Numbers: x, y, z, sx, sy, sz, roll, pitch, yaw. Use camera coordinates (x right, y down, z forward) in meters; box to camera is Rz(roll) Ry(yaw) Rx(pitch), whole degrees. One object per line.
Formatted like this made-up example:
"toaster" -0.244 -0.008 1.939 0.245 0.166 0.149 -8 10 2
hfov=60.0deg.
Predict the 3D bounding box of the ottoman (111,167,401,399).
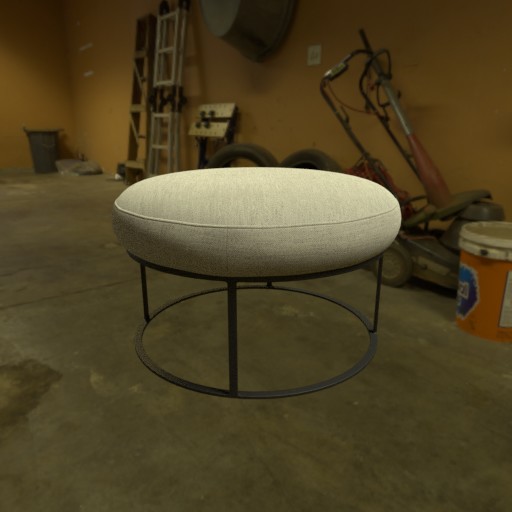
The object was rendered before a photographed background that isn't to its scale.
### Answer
"ottoman" 0.000 0.000 1.265 0.769 0.459 0.769 0 17 0
